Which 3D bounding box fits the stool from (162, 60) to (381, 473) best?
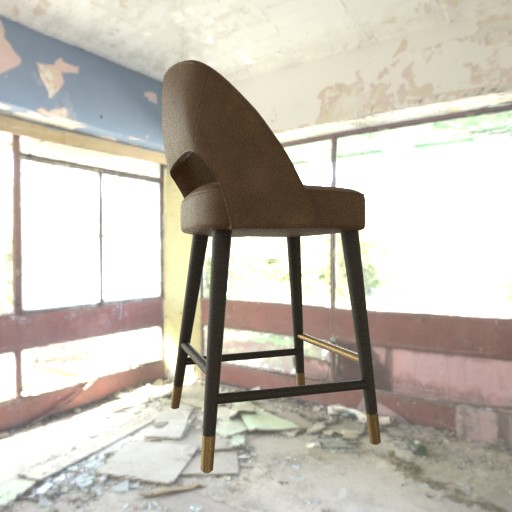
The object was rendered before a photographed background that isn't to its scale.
[{"bbox_3d":[0.000,0.000,1.232,0.509,0.940,0.494,0,0,-20],"label":"stool"}]
